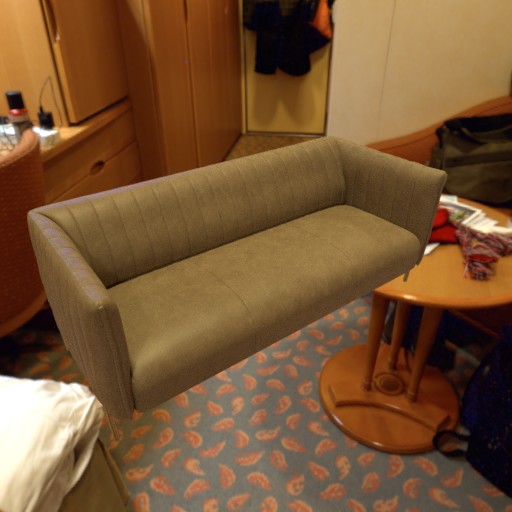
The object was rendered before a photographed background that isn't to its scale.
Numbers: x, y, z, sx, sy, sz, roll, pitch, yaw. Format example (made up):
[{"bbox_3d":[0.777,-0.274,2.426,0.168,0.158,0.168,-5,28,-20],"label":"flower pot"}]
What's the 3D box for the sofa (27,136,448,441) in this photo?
[{"bbox_3d":[0.000,0.000,2.340,1.980,0.779,0.876,-22,38,-31],"label":"sofa"}]
